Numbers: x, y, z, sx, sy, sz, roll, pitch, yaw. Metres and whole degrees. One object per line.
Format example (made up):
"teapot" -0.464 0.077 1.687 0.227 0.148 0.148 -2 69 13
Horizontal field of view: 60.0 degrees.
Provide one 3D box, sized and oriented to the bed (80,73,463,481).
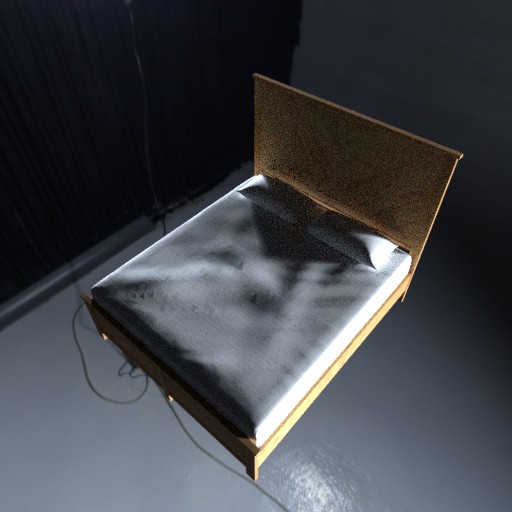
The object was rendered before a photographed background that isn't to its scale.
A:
"bed" 0.000 0.000 3.589 1.936 1.686 2.201 33 55 27
